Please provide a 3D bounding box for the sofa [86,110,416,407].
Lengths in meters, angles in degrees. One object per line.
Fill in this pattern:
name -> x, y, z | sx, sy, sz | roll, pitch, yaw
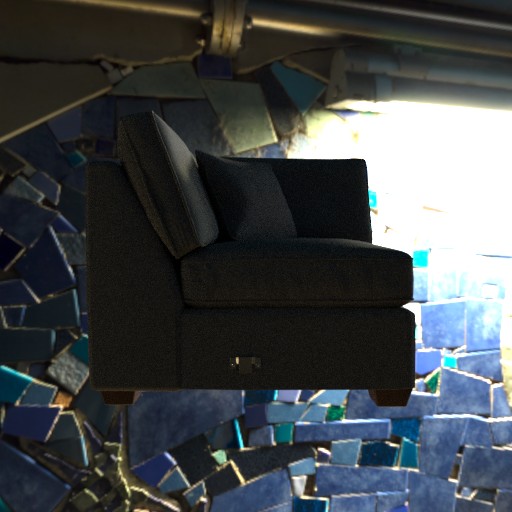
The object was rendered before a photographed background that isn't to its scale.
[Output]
sofa -> 0.000, 0.000, 1.973 | 1.146, 1.002, 1.084 | 0, 1, -1
